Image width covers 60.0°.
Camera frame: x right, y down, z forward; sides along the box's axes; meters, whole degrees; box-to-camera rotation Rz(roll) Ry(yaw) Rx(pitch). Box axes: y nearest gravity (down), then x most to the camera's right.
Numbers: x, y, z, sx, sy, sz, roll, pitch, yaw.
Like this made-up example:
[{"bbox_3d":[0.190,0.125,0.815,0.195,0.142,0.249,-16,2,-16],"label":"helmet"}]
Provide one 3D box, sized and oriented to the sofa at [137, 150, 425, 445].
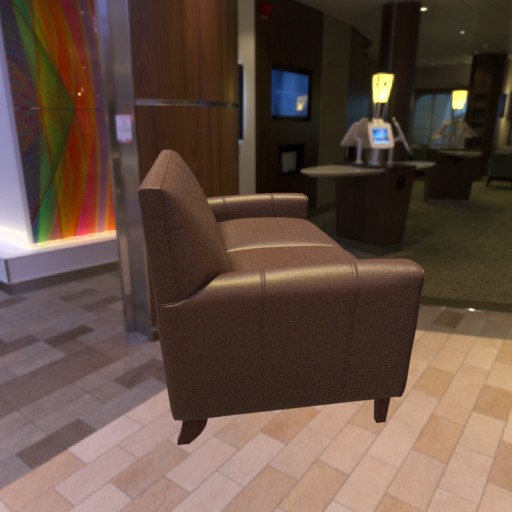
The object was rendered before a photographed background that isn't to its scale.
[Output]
[{"bbox_3d":[0.000,0.000,2.006,0.853,0.859,1.468,-3,17,-9],"label":"sofa"}]
